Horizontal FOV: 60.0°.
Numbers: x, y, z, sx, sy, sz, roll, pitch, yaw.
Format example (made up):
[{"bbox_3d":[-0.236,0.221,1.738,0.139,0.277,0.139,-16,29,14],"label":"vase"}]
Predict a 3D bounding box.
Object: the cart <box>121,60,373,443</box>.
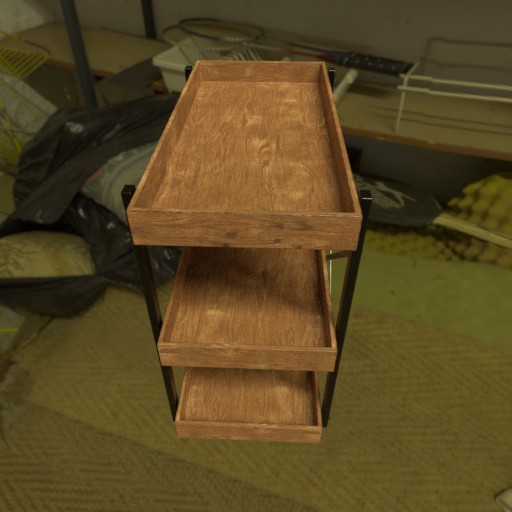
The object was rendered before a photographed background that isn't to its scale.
[{"bbox_3d":[0.000,0.000,1.215,0.411,0.800,0.750,2,40,2],"label":"cart"}]
